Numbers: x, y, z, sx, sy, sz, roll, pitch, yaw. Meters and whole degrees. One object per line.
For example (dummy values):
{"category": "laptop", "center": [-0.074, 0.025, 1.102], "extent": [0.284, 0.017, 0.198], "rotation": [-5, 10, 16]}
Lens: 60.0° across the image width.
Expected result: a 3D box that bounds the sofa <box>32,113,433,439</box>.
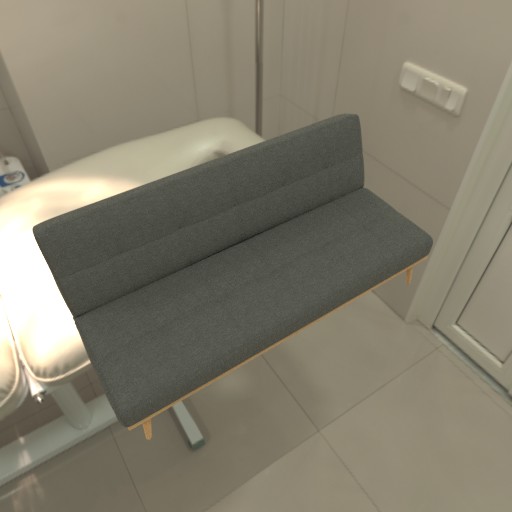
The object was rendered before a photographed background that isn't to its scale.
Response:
{"category": "sofa", "center": [0.000, 0.000, 2.256], "extent": [1.820, 0.770, 0.820], "rotation": [-25, 51, -22]}
